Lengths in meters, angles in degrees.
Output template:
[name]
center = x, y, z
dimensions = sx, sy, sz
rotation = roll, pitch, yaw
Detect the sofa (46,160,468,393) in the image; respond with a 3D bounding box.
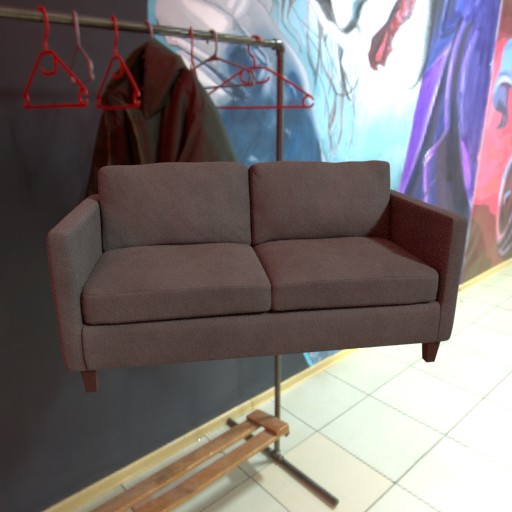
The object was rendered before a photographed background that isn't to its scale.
[sofa]
center = 0.000, 0.000, 2.411
dimensions = 1.884, 0.963, 0.950
rotation = -3, 18, -8
